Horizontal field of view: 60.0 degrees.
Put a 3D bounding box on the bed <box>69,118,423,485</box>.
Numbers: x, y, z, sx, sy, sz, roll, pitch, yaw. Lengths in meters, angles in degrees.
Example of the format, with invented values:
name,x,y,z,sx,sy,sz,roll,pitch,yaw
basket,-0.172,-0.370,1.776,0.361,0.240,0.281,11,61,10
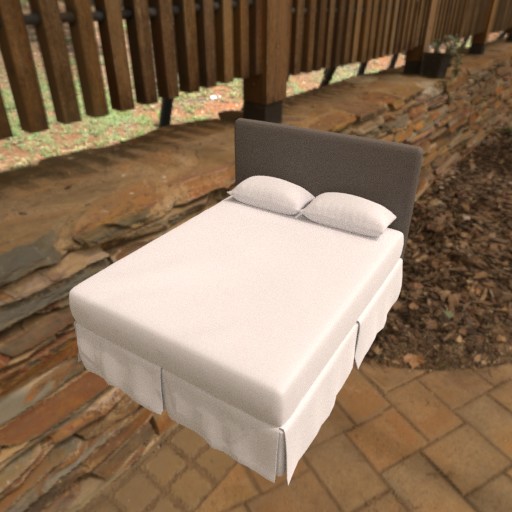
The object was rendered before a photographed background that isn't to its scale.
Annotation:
name,x,y,z,sx,sy,sz,roll,pitch,yaw
bed,0.000,0.000,3.178,1.723,1.330,2.142,18,35,28
